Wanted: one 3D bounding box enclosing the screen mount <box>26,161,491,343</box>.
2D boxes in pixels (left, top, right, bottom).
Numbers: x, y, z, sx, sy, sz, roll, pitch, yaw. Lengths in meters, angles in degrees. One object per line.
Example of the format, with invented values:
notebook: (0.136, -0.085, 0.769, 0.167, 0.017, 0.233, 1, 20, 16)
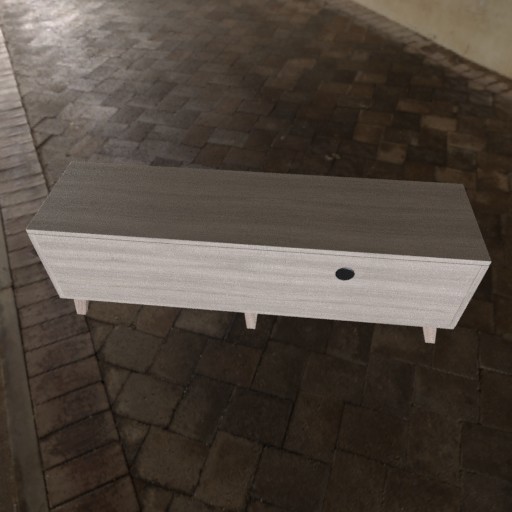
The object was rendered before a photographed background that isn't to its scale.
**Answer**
screen mount: (0.000, 0.000, 1.738, 1.500, 0.509, 0.401, 4, 46, 4)
